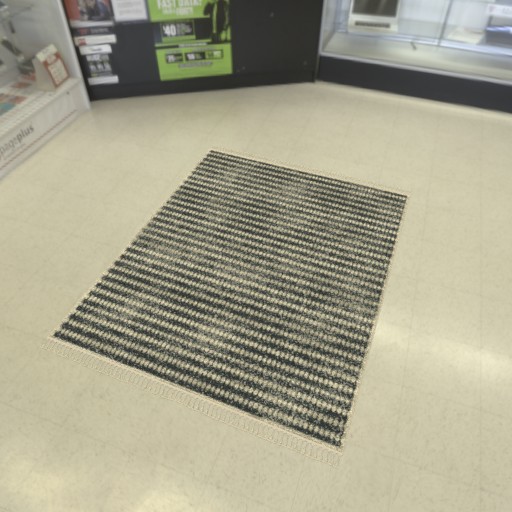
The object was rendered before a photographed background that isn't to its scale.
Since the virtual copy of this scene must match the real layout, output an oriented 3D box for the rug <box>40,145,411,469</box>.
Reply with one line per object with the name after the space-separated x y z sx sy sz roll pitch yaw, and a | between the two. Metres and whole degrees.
0.000 0.000 3.884 2.256 0.013 2.910 16 48 15 | rug
